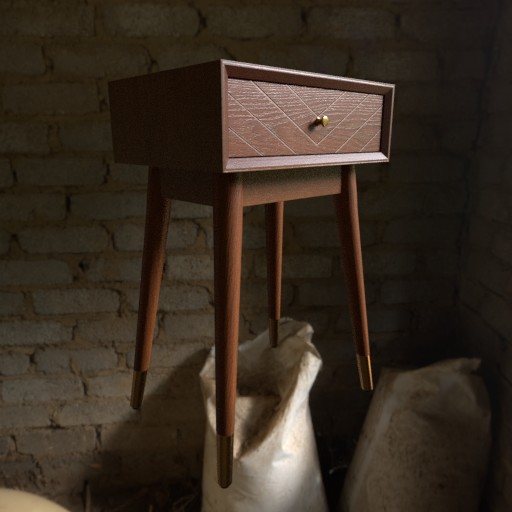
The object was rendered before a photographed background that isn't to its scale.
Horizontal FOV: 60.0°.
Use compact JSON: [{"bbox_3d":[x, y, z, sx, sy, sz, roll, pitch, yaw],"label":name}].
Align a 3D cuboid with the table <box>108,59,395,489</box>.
[{"bbox_3d":[0.000,0.000,0.819,0.406,0.599,0.300,-14,20,-41],"label":"table"}]
